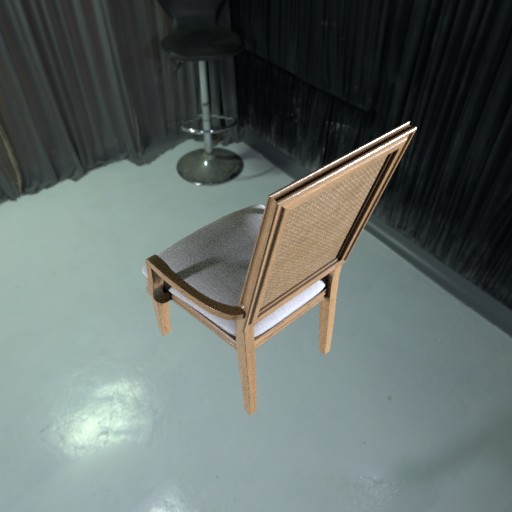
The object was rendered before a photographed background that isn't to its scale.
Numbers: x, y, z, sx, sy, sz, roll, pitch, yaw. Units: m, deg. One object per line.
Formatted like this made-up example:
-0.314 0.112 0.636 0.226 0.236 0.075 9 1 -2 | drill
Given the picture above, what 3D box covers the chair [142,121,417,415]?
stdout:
0.000 0.000 1.382 0.606 0.990 0.602 -31 53 -28 | chair
